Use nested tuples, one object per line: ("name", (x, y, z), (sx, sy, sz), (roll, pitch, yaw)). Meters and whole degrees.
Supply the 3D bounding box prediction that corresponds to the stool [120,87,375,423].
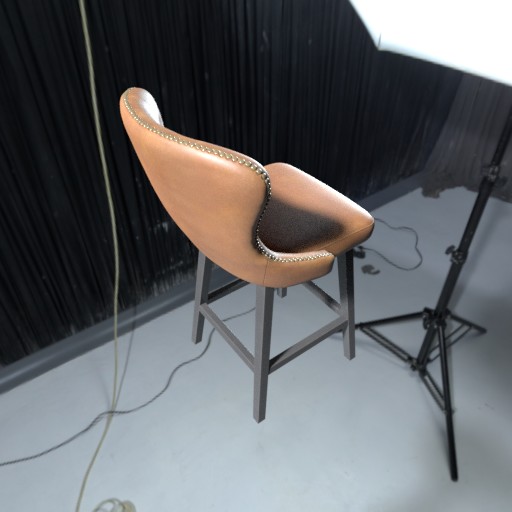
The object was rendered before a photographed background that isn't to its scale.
("stool", (0.000, 0.000, 1.315), (0.593, 0.971, 0.528), (-25, 46, -27))
